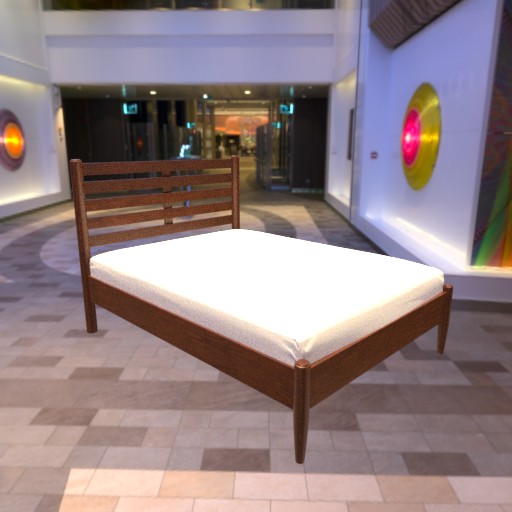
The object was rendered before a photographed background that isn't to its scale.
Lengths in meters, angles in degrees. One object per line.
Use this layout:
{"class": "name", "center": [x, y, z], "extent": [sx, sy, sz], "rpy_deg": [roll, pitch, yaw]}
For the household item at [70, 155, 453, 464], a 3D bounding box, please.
{"class": "household item", "center": [0.000, 0.000, 3.213], "extent": [2.232, 1.356, 1.663], "rpy_deg": [14, 20, 43]}
